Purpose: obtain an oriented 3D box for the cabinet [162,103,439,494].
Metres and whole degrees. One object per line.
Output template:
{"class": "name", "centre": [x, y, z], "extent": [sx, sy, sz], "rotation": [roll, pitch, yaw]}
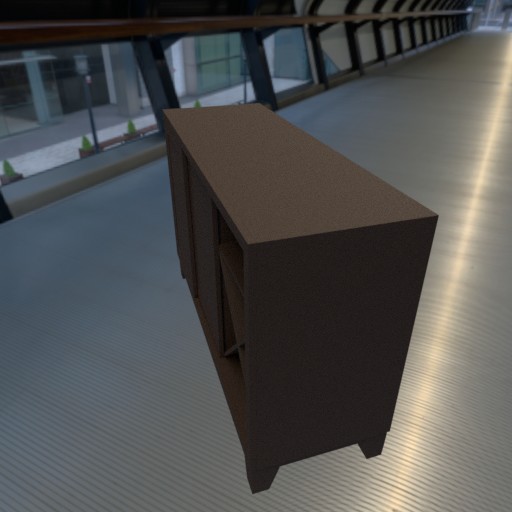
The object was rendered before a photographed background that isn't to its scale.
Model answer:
{"class": "cabinet", "centre": [0.000, 0.000, 1.811], "extent": [0.482, 0.914, 1.396], "rotation": [-9, 31, -15]}
